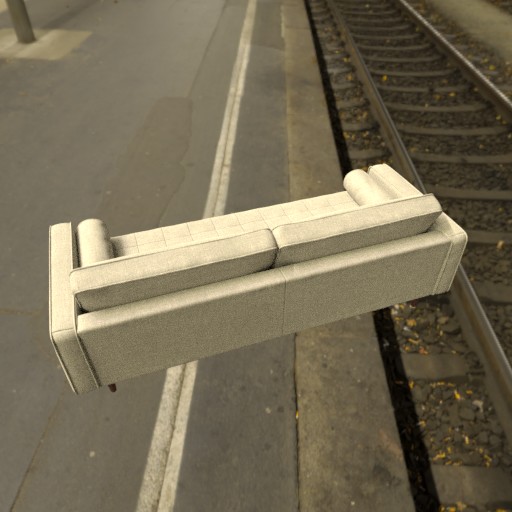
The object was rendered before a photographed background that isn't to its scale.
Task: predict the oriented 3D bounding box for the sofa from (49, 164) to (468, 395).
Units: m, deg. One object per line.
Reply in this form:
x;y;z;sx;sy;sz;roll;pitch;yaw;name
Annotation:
0.000;0.000;2.605;2.211;0.762;0.914;-13;42;-15;sofa
